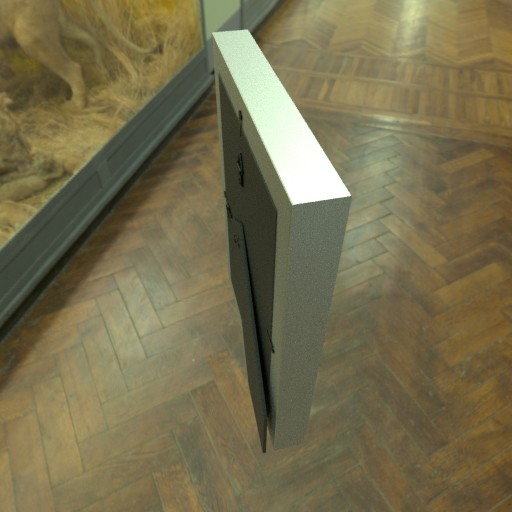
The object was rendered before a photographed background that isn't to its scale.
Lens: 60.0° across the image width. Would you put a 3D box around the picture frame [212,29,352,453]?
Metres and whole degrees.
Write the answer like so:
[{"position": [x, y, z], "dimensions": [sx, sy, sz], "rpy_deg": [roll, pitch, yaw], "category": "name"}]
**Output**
[{"position": [0.000, 0.000, 0.272], "dimensions": [0.028, 0.208, 0.157], "rpy_deg": [-10, 47, -9], "category": "picture frame"}]
